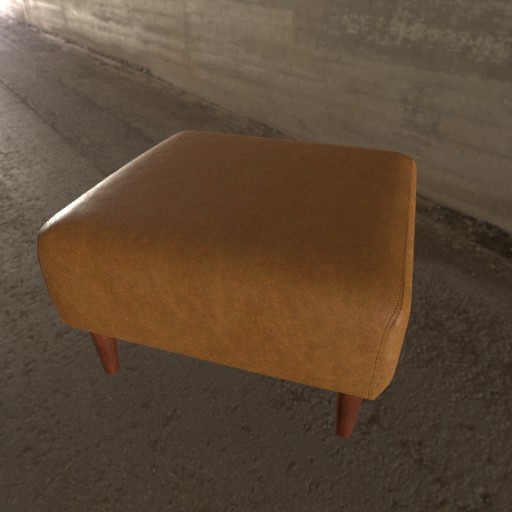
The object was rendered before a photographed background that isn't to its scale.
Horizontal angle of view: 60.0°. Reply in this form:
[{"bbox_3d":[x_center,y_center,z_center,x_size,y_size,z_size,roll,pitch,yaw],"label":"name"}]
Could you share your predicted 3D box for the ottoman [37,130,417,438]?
[{"bbox_3d":[0.000,0.000,1.024,0.650,0.399,0.650,10,35,15],"label":"ottoman"}]
